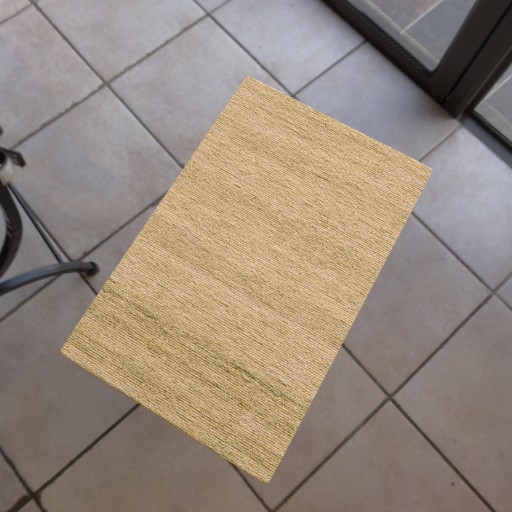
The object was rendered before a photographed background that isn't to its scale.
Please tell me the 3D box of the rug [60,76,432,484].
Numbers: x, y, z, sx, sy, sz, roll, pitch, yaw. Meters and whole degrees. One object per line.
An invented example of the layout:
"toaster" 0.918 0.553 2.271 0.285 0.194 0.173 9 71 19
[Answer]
"rug" 0.000 0.000 2.218 1.143 0.010 1.758 29 77 7
